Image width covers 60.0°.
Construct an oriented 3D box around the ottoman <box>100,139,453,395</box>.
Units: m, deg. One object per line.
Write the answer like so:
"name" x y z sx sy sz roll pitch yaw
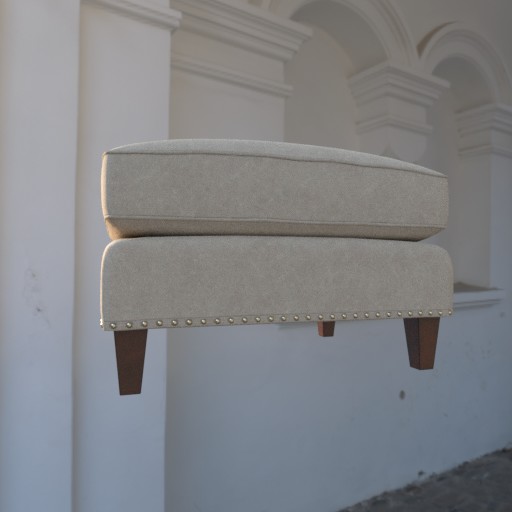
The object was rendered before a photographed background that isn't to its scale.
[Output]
"ottoman" 0.000 0.000 1.139 0.741 0.513 0.584 0 -1 -18
